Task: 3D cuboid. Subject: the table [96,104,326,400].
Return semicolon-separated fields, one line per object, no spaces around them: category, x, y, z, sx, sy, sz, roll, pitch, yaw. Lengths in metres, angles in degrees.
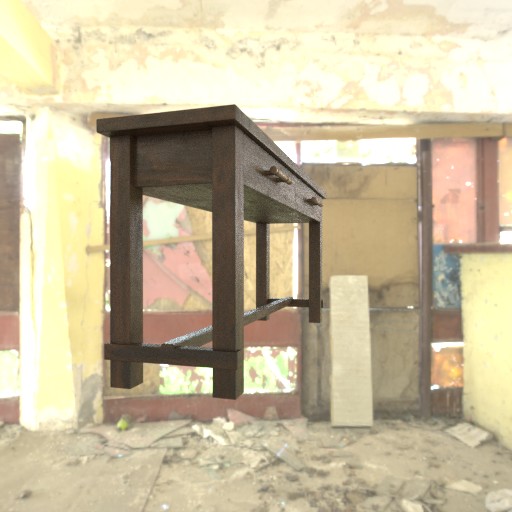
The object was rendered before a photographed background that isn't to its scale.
table;0.000;0.000;1.932;0.442;0.762;1.599;0;0;17
